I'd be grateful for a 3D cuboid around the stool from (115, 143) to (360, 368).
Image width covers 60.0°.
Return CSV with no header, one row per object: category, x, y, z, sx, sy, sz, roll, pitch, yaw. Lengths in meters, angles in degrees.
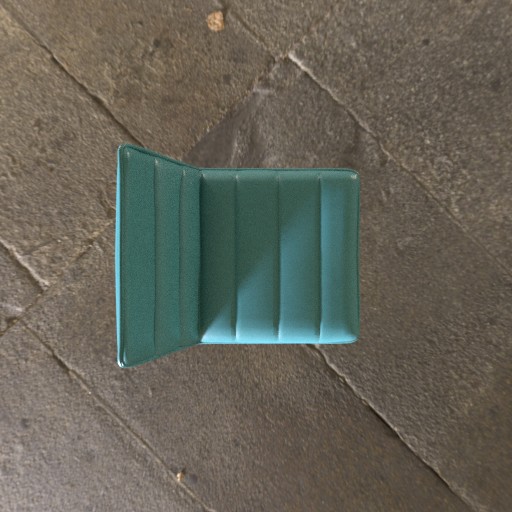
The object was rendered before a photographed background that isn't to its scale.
stool,0.000,0.000,1.213,0.524,0.936,0.489,0,90,-1
